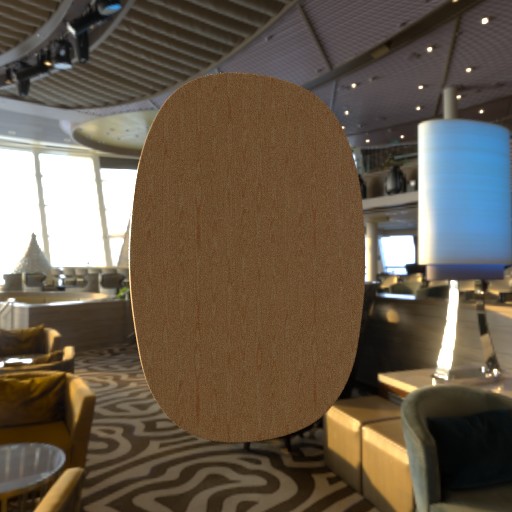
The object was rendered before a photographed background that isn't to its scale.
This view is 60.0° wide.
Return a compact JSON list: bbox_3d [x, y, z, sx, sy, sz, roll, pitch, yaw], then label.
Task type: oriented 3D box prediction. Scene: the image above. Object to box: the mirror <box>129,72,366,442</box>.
[{"bbox_3d":[0.000,0.000,1.315,0.724,1.075,0.037,0,-2,-18],"label":"mirror"}]
